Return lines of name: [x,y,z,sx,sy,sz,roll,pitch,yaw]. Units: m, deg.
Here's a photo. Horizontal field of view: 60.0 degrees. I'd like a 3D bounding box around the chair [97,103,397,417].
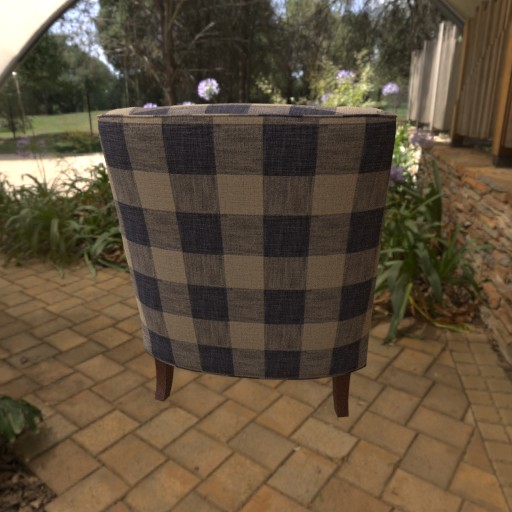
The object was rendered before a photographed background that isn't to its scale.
chair: [0.000,0.000,1.629,0.830,1.041,0.889,2,18,8]
